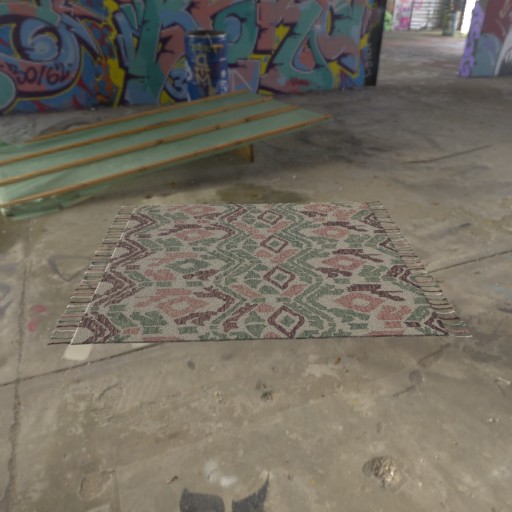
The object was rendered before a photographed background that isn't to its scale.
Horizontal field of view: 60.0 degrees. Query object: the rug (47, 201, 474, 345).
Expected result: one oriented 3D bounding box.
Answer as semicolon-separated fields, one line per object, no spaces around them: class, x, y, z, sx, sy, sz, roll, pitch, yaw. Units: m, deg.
rug;0.000;0.000;4.156;3.048;0.010;2.438;-1;31;-2
